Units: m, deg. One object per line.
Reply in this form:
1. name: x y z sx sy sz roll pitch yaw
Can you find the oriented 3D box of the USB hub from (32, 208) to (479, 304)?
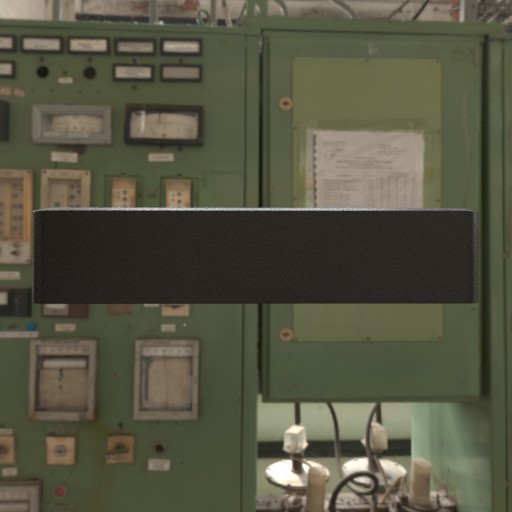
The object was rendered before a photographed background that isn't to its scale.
1. USB hub: 0.000 0.000 0.127 0.110 0.023 0.044 0 0 -1
